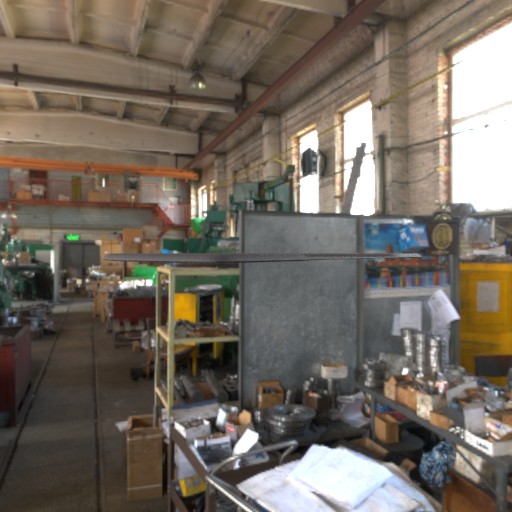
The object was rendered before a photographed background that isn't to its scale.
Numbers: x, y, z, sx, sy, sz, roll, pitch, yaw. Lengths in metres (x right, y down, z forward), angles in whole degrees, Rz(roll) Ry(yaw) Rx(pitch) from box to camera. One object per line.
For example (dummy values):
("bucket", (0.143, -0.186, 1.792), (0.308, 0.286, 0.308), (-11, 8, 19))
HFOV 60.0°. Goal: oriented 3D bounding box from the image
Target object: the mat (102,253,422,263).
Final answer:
("mat", (0.000, 0.000, 1.805), (0.917, 0.022, 1.525), (0, 0, 36))
